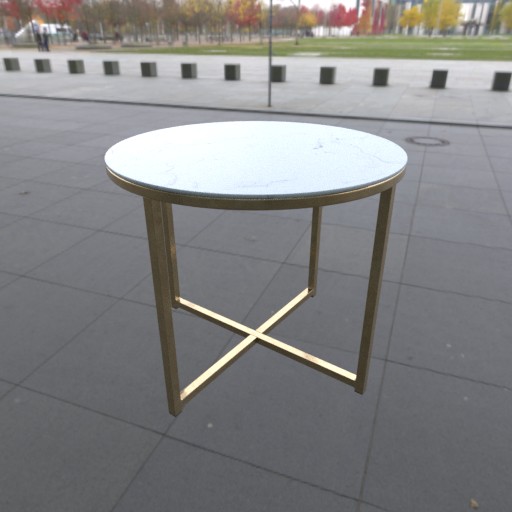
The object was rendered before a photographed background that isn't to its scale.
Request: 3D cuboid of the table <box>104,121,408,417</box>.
[{"bbox_3d":[0.000,0.000,0.858,0.500,0.420,0.500,0,27,0],"label":"table"}]
